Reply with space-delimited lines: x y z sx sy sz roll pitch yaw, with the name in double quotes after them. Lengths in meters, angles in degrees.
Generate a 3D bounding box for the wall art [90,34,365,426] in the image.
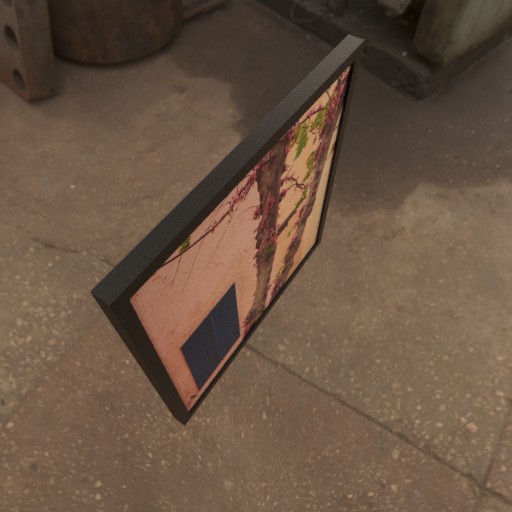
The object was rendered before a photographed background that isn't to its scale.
0.000 0.000 1.102 0.038 0.762 0.762 30 62 18 "wall art"
